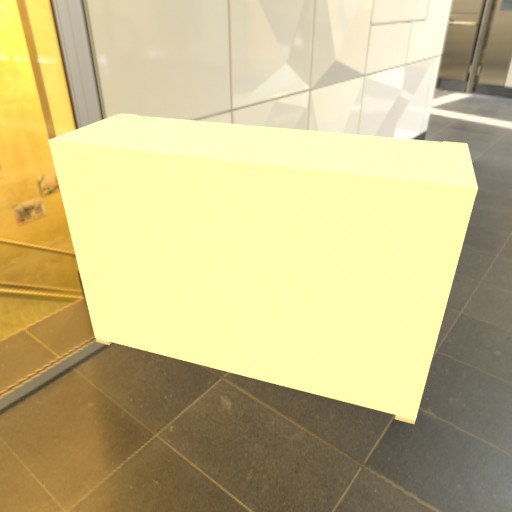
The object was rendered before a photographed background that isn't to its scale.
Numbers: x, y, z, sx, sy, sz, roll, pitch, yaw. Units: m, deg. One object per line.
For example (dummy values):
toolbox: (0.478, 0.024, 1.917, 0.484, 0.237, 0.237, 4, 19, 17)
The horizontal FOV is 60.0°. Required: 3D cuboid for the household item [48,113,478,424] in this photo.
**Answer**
household item: (0.000, 0.000, 1.664, 1.300, 0.867, 0.420, 10, 32, 16)
